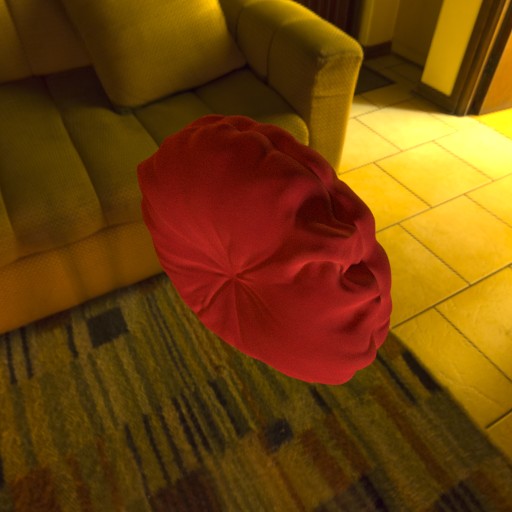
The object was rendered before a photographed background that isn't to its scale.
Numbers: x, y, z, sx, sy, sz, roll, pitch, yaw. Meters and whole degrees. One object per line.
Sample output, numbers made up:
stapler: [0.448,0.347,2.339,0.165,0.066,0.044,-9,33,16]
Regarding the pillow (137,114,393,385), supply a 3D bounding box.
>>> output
pillow: [0.000,0.000,0.647,0.428,0.407,0.148,32,54,26]
